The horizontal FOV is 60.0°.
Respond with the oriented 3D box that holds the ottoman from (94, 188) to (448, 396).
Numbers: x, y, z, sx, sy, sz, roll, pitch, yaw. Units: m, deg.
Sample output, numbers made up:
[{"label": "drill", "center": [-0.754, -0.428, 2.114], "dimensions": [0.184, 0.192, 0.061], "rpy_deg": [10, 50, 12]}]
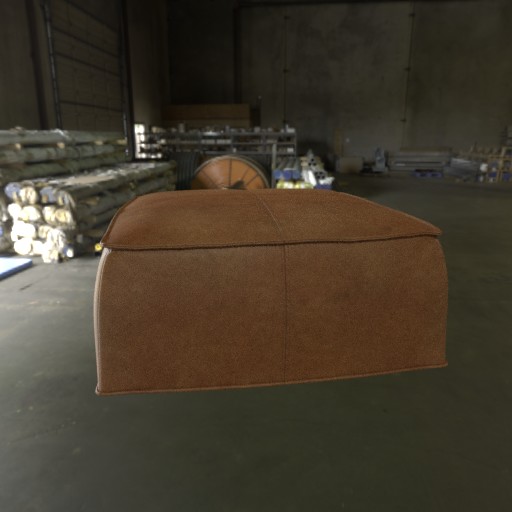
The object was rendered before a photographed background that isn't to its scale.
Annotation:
[{"label": "ottoman", "center": [0.000, 0.000, 1.417], "dimensions": [0.902, 0.395, 0.901], "rpy_deg": [-2, 16, -9]}]
